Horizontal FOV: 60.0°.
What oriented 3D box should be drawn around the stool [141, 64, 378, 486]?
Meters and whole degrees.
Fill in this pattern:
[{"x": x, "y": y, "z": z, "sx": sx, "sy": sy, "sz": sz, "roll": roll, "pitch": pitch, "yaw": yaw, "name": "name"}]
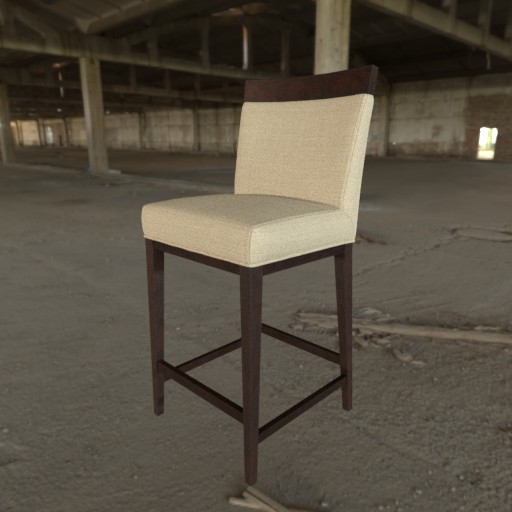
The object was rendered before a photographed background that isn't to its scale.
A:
[{"x": 0.000, "y": 0.000, "z": 1.402, "sx": 0.511, "sy": 1.117, "sz": 0.531, "roll": 14, "pitch": 21, "yaw": 43, "name": "stool"}]
